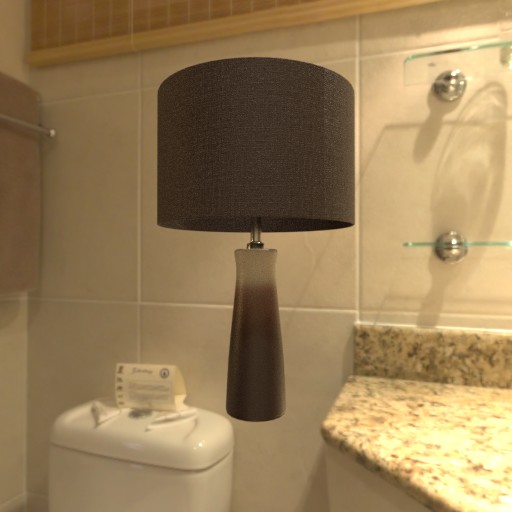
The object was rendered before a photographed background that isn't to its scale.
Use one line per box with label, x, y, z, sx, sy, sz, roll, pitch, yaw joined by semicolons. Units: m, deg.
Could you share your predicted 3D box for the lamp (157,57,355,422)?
lamp;0.000;0.000;0.695;0.303;0.488;0.303;0;-1;0
